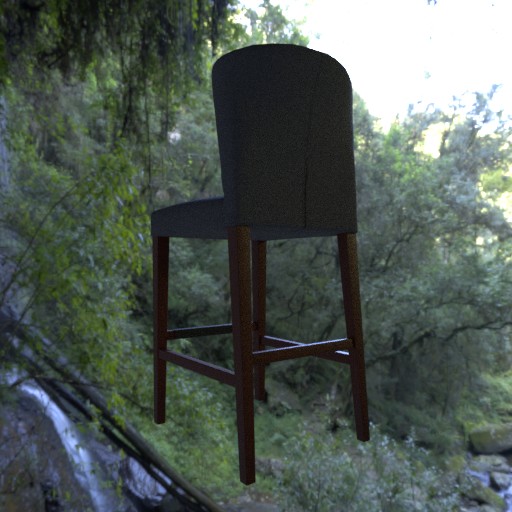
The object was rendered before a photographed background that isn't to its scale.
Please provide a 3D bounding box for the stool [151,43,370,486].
[{"bbox_3d":[0.000,0.000,1.363,0.481,1.069,0.568,1,-2,-37],"label":"stool"}]
